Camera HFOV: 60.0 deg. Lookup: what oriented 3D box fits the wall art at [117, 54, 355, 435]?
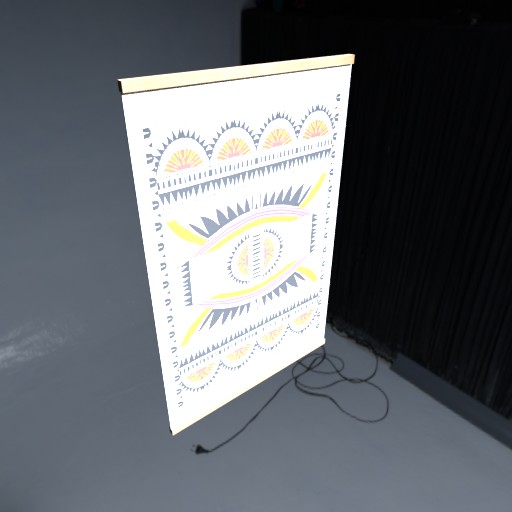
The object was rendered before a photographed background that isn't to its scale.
[{"bbox_3d":[0.000,0.000,1.923,0.999,1.533,0.028,-22,37,-33],"label":"wall art"}]
